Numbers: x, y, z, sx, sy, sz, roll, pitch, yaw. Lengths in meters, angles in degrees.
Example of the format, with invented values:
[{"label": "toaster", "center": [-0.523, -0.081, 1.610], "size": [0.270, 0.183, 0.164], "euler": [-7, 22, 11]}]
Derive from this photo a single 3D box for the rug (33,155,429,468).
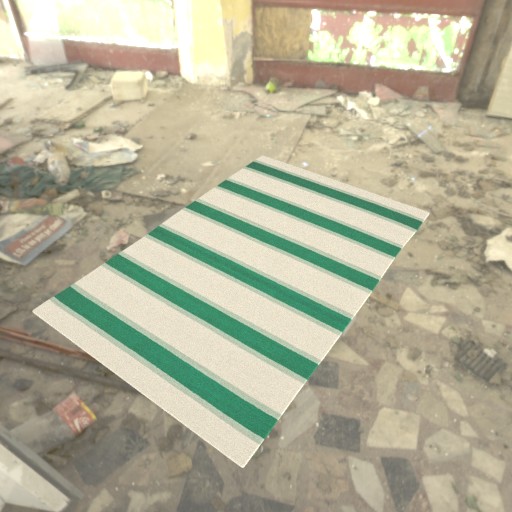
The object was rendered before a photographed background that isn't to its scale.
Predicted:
[{"label": "rug", "center": [0.000, 0.000, 2.322], "size": [1.210, 0.012, 1.829], "euler": [25, 47, 26]}]
